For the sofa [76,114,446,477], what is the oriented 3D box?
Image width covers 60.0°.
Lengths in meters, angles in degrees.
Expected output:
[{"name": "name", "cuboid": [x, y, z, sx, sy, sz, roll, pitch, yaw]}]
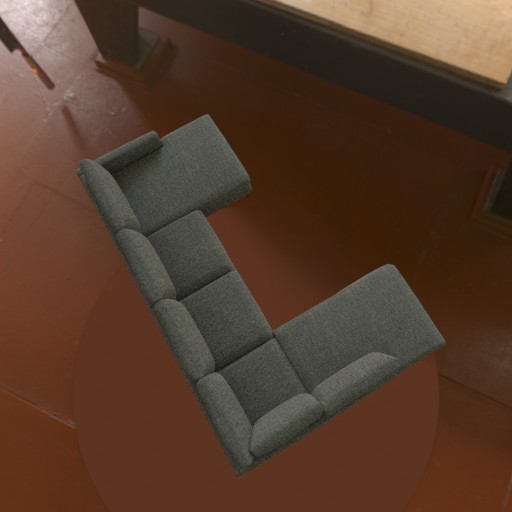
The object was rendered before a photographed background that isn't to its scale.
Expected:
[{"name": "sofa", "cuboid": [0.000, 0.000, 3.628, 1.879, 0.756, 2.737, -30, 77, -8]}]
